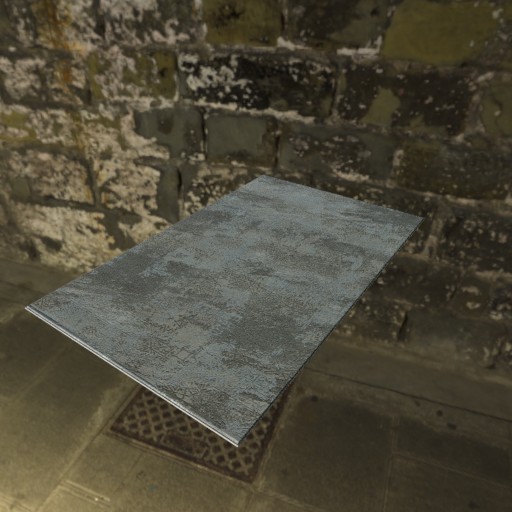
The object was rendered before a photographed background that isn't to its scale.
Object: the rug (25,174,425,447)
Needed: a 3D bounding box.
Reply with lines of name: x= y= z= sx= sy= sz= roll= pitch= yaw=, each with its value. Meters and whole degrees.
rug: x=0.000 y=0.000 z=3.009 sx=1.536 sy=0.012 sz=2.431 roll=21 pitch=38 yaw=29
